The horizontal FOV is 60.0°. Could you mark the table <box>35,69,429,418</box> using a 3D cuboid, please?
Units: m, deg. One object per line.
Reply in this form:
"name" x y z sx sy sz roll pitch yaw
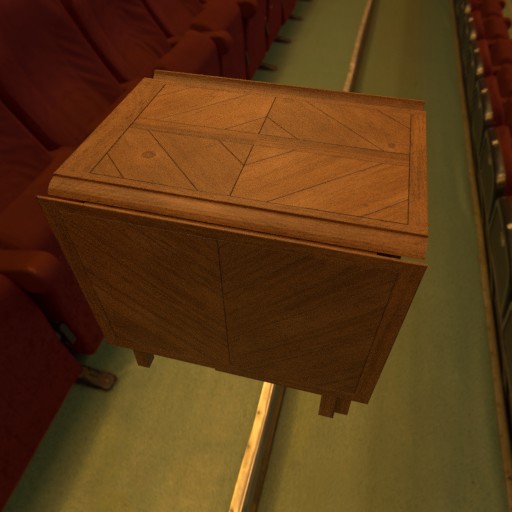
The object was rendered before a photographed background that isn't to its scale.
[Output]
"table" 0.000 0.000 1.276 0.746 0.763 0.591 10 48 10
